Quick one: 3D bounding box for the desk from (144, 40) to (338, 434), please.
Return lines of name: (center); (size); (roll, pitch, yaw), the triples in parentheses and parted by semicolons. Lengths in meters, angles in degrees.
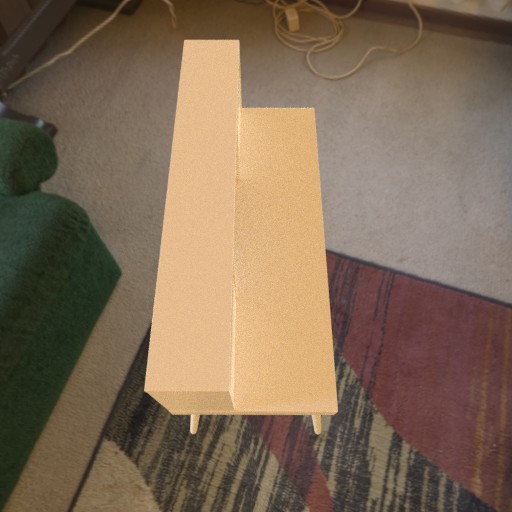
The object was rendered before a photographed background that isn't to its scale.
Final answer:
desk: (0.000, 0.000, 1.720); (0.559, 0.990, 1.199); (0, 63, 0)
